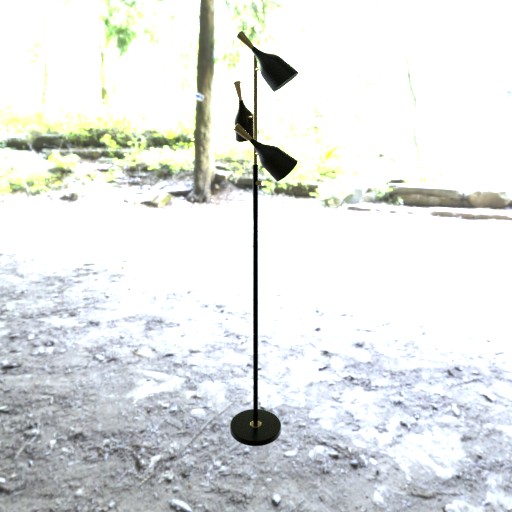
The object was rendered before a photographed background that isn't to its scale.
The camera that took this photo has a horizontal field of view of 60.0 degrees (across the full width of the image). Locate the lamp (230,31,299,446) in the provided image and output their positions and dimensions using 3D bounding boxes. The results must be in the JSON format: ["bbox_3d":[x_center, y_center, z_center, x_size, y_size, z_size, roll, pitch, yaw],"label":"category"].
[{"bbox_3d":[0.000,0.000,1.946,0.253,1.778,0.434,-8,17,-26],"label":"lamp"}]
